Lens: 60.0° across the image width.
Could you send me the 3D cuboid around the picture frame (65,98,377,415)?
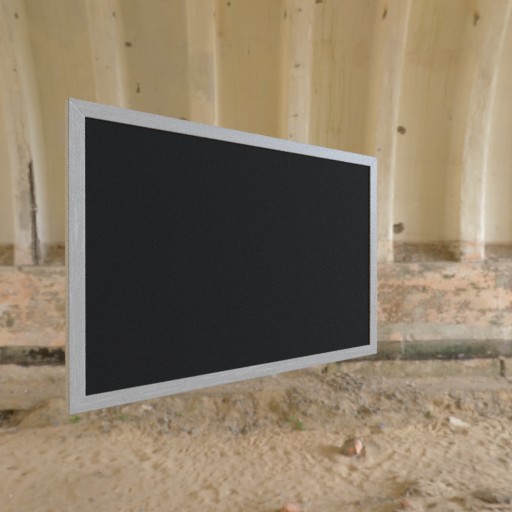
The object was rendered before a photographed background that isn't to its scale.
[{"bbox_3d":[0.000,0.000,1.182,0.950,0.640,0.029,0,0,-36],"label":"picture frame"}]
